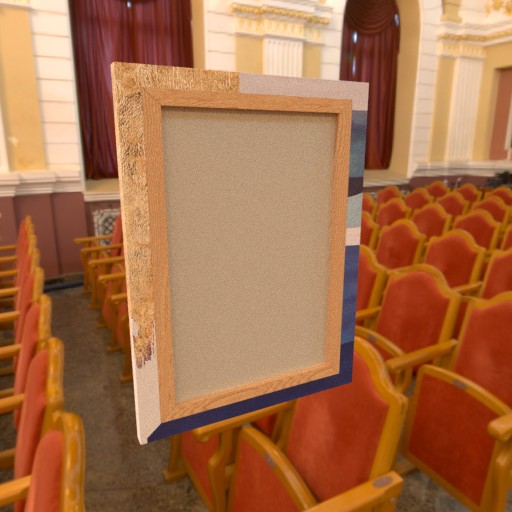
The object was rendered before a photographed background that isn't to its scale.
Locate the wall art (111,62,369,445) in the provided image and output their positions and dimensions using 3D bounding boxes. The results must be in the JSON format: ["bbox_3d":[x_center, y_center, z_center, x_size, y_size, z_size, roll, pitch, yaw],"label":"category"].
[{"bbox_3d":[0.000,0.000,0.802,0.458,0.613,0.026,-7,15,-27],"label":"wall art"}]
